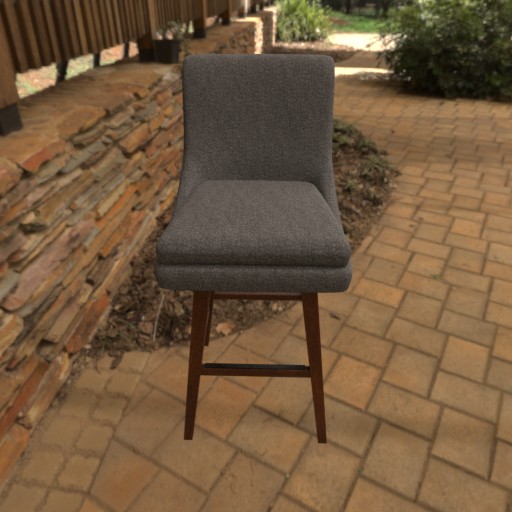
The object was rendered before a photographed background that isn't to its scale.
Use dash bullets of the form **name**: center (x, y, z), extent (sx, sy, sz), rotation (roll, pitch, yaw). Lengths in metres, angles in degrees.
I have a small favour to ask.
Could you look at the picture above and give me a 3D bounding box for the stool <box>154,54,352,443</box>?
- **stool**: center (0.000, 0.000, 1.355), extent (0.489, 1.068, 0.572), rotation (1, 32, 1)
